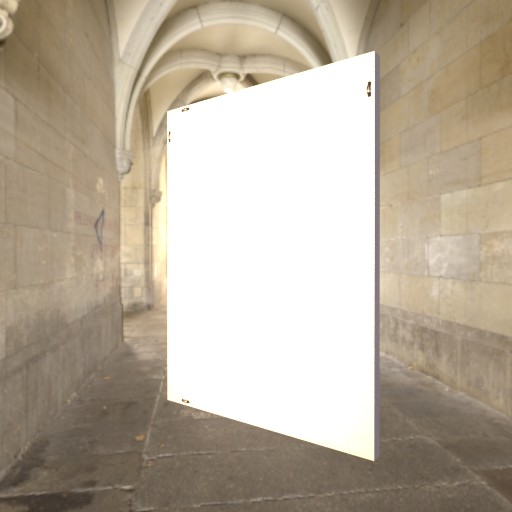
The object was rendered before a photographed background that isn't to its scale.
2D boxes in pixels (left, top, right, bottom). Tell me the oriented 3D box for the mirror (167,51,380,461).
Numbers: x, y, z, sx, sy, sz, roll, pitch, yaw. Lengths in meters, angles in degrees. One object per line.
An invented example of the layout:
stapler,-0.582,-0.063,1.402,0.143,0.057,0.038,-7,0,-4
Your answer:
mirror,0.000,0.000,1.342,0.762,1.016,0.040,0,0,37
